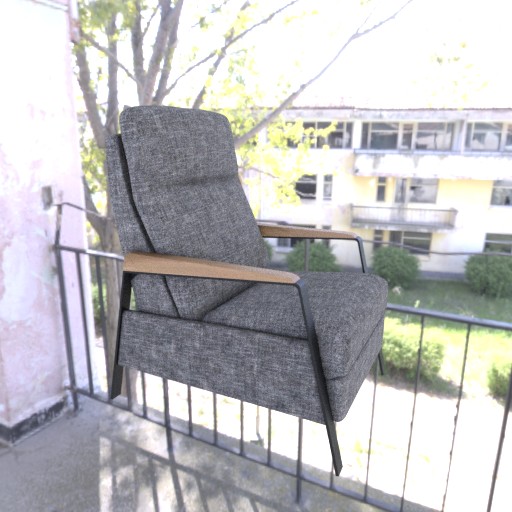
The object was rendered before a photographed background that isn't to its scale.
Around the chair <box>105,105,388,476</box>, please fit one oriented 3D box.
[{"bbox_3d":[0.000,0.000,1.608,0.868,1.042,0.671,7,16,26],"label":"chair"}]
